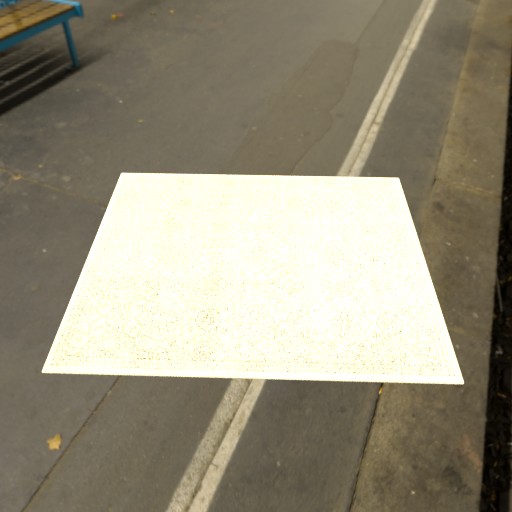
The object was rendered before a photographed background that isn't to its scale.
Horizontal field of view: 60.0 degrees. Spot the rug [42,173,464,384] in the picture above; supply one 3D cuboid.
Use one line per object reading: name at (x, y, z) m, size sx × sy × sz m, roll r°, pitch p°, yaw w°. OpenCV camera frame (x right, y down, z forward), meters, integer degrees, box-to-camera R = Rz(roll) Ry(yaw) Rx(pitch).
rug at (0.000, 0.000, 4.033) m, size 3.050 × 0.015 × 2.441 m, roll 1°, pitch 46°, yaw 1°
